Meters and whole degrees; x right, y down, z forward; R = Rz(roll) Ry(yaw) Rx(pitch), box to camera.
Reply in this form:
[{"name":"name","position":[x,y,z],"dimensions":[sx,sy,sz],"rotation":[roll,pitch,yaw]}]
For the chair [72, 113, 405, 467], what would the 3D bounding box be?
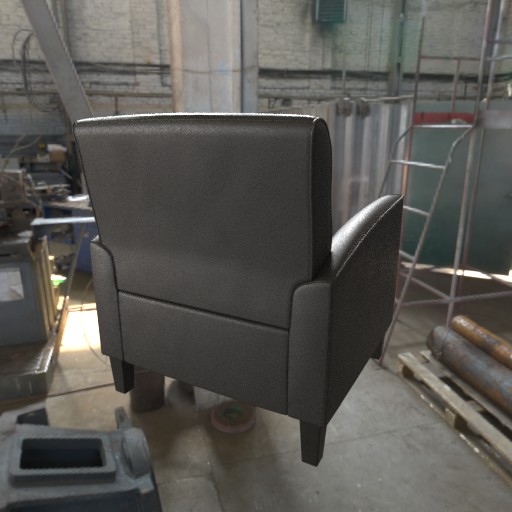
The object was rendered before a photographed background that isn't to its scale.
[{"name":"chair","position":[0.000,0.000,1.527],"dimensions":[0.820,0.916,0.819],"rotation":[9,18,28]}]
